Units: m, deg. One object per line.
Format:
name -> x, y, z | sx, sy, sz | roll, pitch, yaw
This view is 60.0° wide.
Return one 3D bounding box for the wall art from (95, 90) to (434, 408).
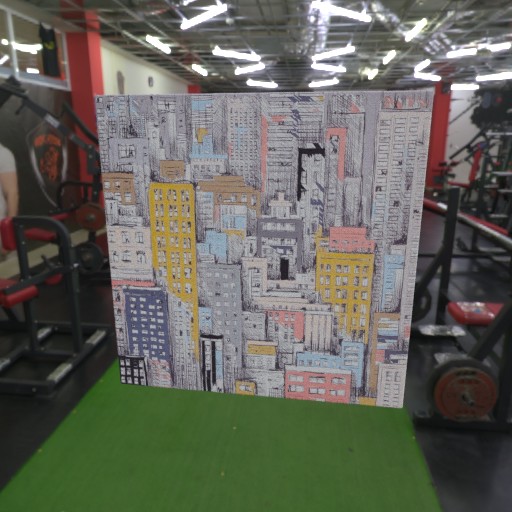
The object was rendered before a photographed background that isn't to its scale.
wall art -> 0.000, 0.000, 1.103 | 0.761, 0.762, 0.048 | 2, 15, 9
